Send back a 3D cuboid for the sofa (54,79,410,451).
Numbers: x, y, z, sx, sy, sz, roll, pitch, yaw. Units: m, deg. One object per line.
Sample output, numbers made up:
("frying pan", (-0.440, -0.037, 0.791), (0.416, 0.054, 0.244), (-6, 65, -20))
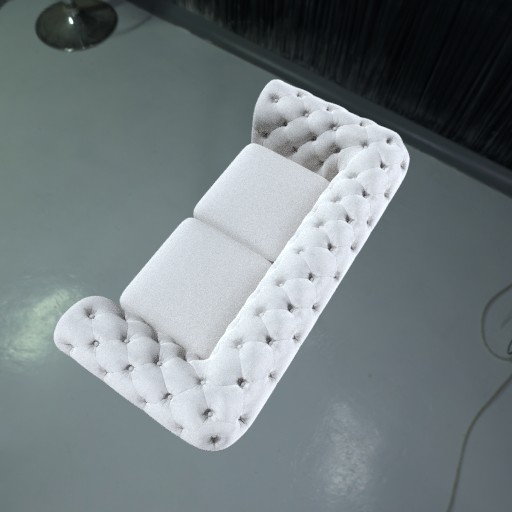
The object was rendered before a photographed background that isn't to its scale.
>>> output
("sofa", (0.000, 0.000, 2.529), (0.986, 0.764, 1.998), (31, 68, 14))
